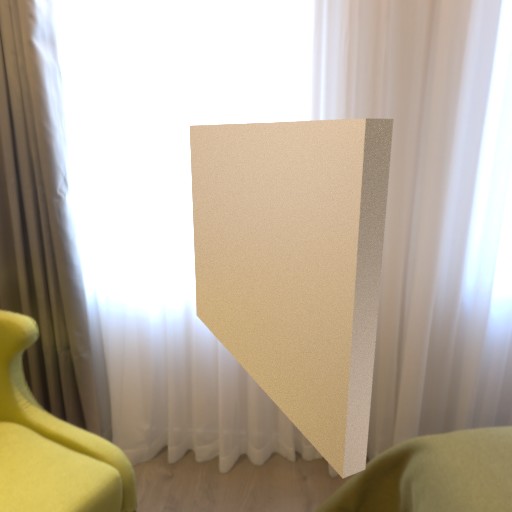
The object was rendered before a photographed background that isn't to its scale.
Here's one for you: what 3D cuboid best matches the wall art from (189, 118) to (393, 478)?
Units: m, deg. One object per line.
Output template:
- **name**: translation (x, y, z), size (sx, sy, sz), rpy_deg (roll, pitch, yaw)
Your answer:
- **wall art**: translation (0.000, 0.000, 1.395), size (0.066, 0.801, 1.056), rpy_deg (-8, 17, -25)
